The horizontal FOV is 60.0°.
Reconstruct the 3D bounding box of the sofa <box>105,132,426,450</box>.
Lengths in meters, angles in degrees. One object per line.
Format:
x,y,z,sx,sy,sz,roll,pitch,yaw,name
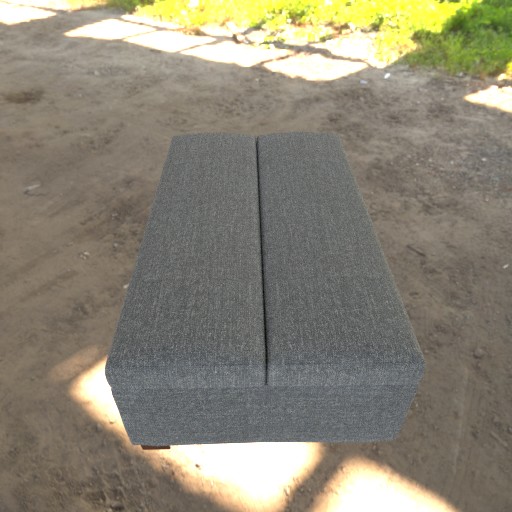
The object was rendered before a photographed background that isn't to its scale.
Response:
0.000,0.000,1.561,0.782,0.417,1.198,-1,40,-1,sofa
